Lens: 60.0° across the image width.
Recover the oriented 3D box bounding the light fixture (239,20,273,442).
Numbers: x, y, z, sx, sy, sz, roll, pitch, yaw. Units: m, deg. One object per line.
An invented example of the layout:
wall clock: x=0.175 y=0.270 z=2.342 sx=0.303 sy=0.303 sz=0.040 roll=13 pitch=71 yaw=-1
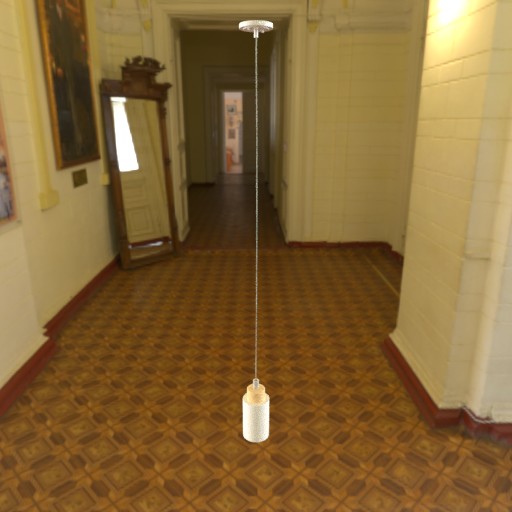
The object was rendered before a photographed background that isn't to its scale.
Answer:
light fixture: x=0.000 y=0.000 z=1.901 sx=0.125 sy=1.798 sz=0.125 roll=15 pitch=22 yaw=42
